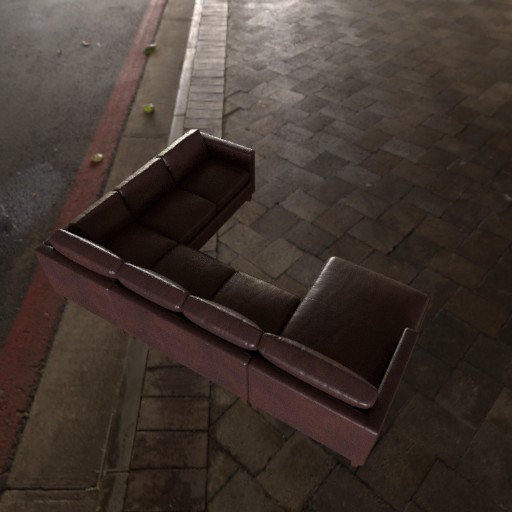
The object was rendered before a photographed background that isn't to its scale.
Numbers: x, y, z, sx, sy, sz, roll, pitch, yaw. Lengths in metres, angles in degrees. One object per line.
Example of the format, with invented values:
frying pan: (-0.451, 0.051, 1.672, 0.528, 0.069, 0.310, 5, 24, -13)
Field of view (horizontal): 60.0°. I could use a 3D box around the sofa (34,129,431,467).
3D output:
sofa: (0.000, 0.000, 4.418, 3.324, 0.891, 2.452, 23, 51, 21)
